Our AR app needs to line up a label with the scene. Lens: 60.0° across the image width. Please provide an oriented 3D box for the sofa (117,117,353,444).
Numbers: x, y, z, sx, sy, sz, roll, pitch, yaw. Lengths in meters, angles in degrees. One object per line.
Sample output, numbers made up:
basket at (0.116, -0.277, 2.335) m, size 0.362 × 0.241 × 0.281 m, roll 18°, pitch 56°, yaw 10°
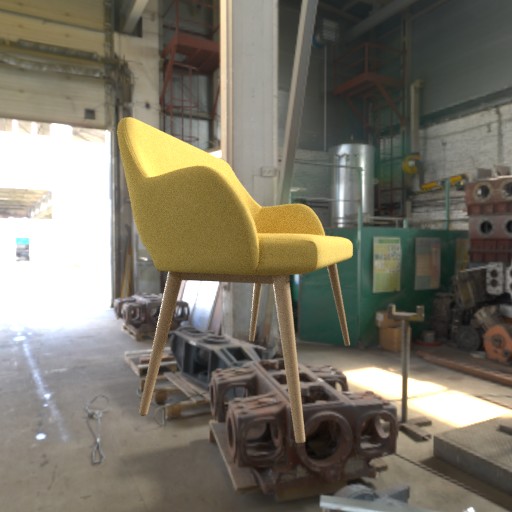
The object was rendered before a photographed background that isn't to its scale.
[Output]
sofa at (0.000, 0.000, 1.587) m, size 0.610 × 0.840 × 1.150 m, roll 1°, pitch 2°, yaw 18°
